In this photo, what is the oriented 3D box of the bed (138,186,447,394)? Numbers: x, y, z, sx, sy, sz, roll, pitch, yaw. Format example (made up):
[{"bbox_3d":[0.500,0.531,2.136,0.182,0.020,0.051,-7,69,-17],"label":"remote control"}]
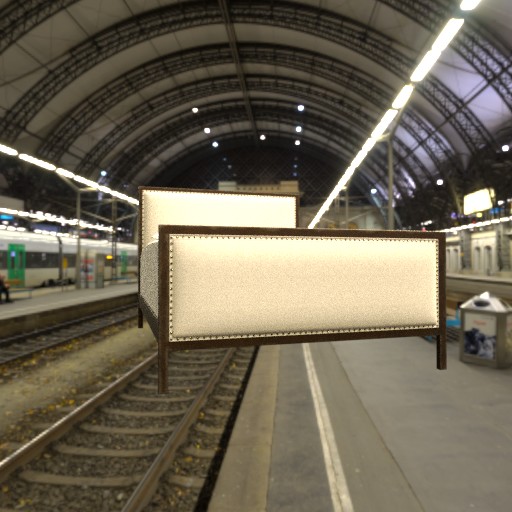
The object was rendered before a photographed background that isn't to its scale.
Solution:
[{"bbox_3d":[0.000,0.000,3.308,1.607,1.313,2.221,0,-1,-17],"label":"bed"}]
